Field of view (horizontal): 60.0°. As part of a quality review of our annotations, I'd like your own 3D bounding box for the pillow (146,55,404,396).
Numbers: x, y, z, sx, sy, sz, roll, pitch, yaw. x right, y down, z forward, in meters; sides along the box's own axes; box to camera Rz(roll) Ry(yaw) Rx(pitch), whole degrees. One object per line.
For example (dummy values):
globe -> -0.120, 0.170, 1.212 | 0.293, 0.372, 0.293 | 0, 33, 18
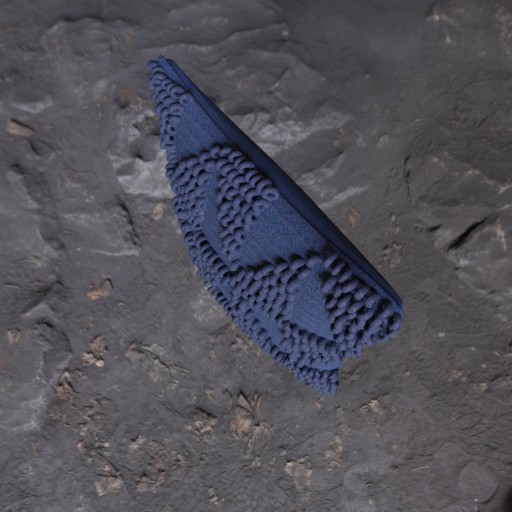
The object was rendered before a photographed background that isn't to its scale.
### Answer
pillow -> 0.000, 0.000, 0.710 | 0.172, 0.466, 0.469 | -35, 69, -15
